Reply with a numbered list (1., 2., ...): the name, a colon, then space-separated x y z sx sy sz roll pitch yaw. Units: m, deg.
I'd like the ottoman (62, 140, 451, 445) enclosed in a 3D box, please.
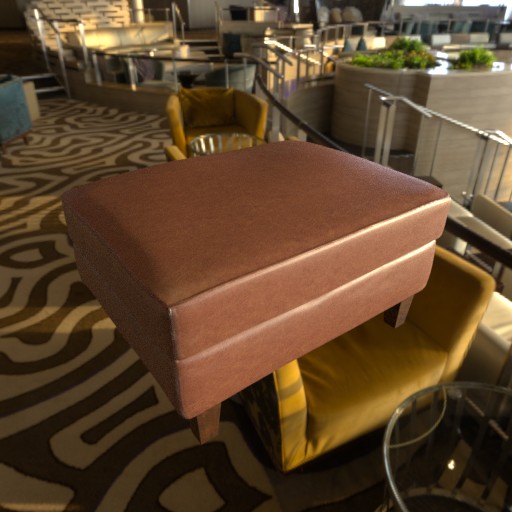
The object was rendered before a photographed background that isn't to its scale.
1. ottoman: 0.000 0.000 1.256 0.851 0.485 0.650 -21 36 -31
